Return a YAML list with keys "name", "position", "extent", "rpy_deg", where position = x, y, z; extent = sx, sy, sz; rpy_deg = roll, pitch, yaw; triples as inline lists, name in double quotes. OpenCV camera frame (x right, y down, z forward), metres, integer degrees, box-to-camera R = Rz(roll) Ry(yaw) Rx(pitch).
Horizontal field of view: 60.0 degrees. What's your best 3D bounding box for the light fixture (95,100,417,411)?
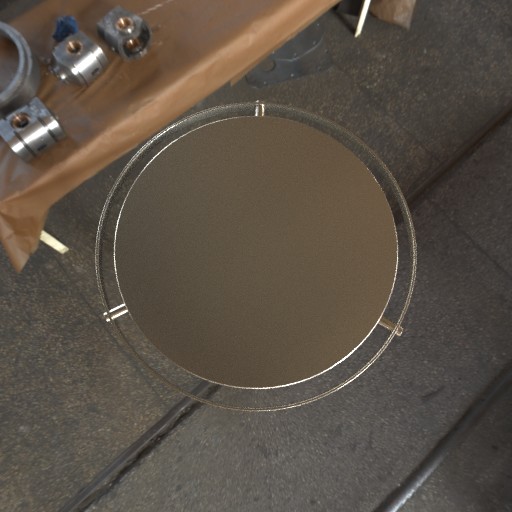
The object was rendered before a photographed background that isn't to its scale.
- name: "light fixture"
  position: [0.000, 0.000, 0.558]
  extent: [0.361, 0.130, 0.361]
  rpy_deg: [0, 75, 0]
